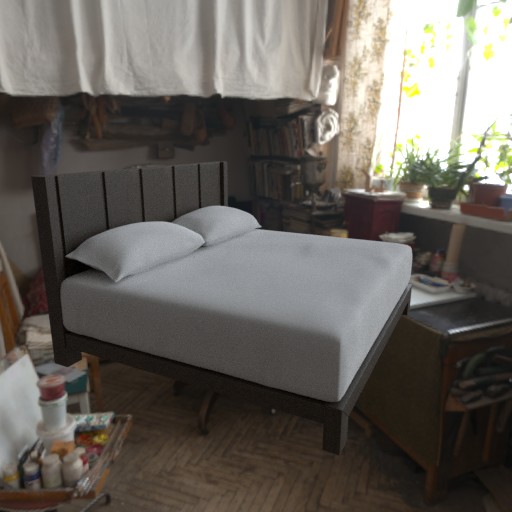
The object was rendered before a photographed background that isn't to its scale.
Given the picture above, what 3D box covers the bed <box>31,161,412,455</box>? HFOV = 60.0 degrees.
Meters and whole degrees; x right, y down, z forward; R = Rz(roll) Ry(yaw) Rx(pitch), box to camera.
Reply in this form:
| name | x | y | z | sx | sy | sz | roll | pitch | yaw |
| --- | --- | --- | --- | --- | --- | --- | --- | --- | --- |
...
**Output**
| name | x | y | z | sx | sy | sz | roll | pitch | yaw |
| --- | --- | --- | --- | --- | --- | --- | --- | --- | --- |
| bed | 0.000 | 0.000 | 3.355 | 2.012 | 1.270 | 2.134 | 7 | 16 | 26 |
